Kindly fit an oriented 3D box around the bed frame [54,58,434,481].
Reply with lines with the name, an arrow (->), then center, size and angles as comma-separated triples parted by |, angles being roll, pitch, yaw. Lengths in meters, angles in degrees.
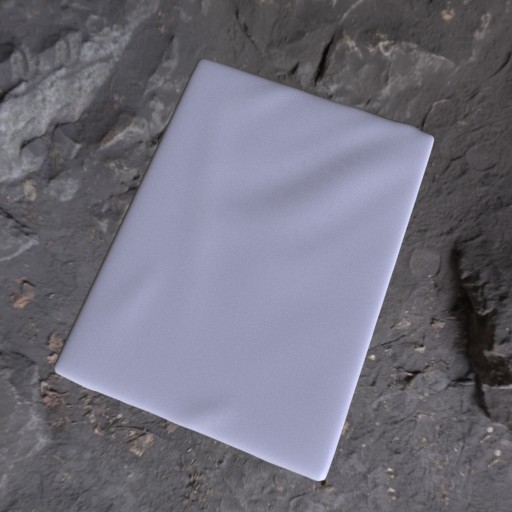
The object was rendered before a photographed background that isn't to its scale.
bed frame -> 0.000, 0.000, 2.811 | 1.584, 0.667, 2.151 | 20, 78, 5
